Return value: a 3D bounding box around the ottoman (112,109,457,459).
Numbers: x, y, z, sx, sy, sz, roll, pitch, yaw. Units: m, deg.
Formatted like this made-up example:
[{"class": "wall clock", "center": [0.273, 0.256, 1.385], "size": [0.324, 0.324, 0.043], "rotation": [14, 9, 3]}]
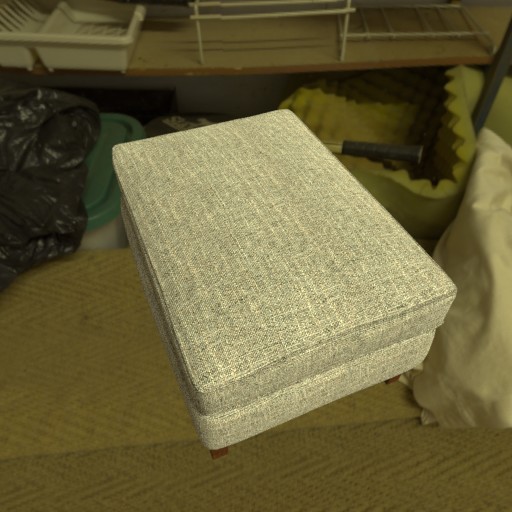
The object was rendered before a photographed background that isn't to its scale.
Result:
[{"class": "ottoman", "center": [0.000, 0.000, 0.991], "size": [0.508, 0.406, 0.686], "rotation": [-17, 49, -15]}]
